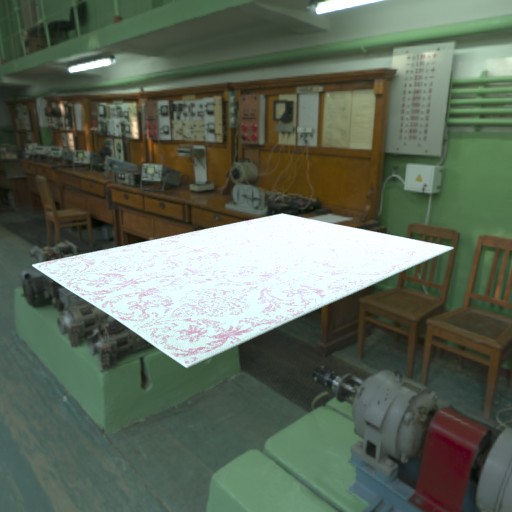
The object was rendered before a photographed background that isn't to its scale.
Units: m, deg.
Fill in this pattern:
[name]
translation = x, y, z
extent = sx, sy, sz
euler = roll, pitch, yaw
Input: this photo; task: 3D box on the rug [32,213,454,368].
[rug]
translation = 0.000, 0.000, 2.840
extent = 2.202, 0.014, 1.598
euler = -16, 23, -41
